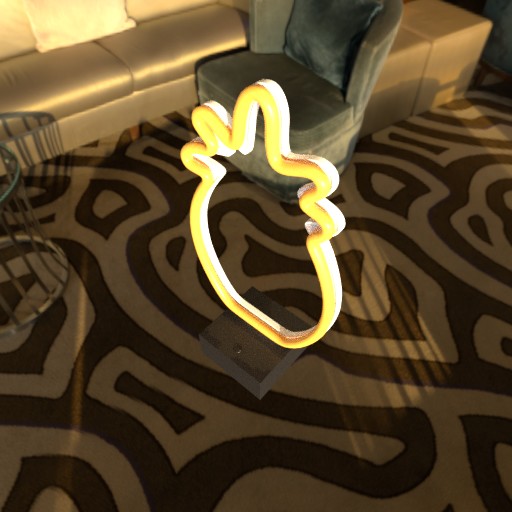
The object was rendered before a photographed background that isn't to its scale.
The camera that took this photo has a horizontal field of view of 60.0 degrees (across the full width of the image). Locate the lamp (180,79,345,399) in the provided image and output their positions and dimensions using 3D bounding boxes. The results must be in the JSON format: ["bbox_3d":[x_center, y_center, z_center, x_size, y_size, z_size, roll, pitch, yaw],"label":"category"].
[{"bbox_3d":[0.000,0.000,0.394,0.167,0.317,0.088,32,55,26],"label":"lamp"}]
